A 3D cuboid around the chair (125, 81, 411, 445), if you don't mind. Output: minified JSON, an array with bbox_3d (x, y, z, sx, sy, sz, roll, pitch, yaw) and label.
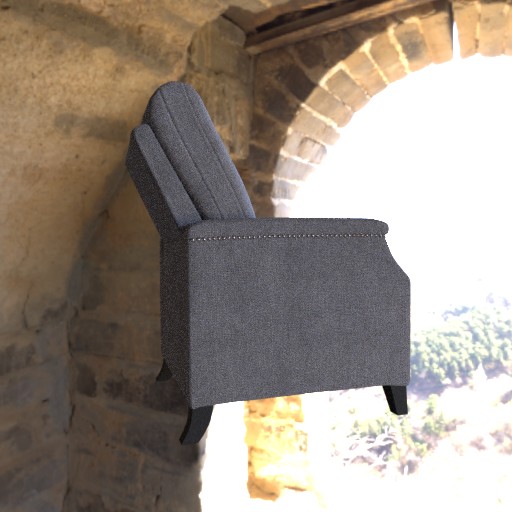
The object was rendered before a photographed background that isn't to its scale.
[{"bbox_3d":[0.000,0.000,1.657,0.922,1.049,0.710,0,0,-19],"label":"chair"}]
